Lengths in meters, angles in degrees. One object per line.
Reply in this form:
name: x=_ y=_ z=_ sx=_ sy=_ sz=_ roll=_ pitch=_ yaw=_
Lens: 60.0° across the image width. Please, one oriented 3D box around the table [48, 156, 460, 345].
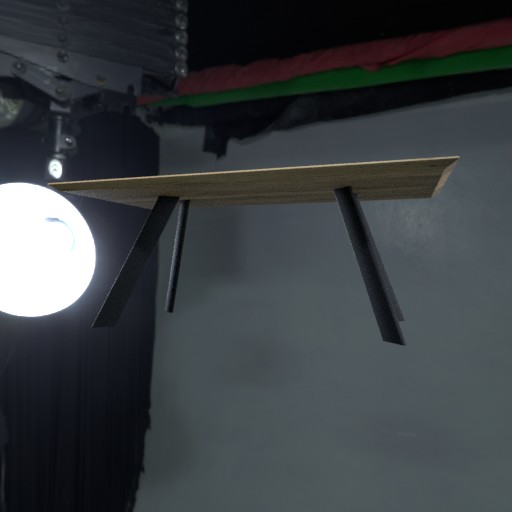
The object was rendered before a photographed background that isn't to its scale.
table: x=0.000 y=0.000 z=2.515 sx=2.000 sy=0.770 sz=1.000 roll=0 pitch=0 yaw=18
